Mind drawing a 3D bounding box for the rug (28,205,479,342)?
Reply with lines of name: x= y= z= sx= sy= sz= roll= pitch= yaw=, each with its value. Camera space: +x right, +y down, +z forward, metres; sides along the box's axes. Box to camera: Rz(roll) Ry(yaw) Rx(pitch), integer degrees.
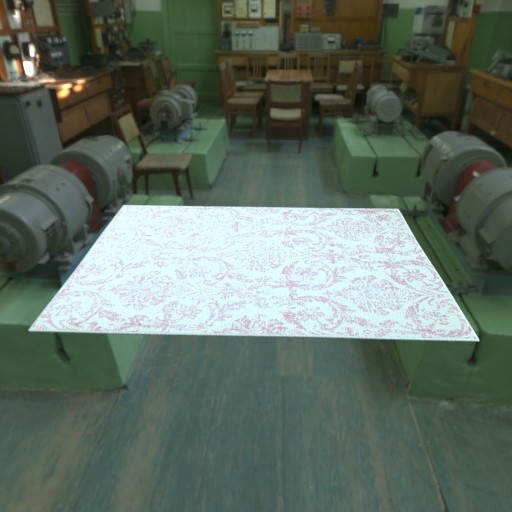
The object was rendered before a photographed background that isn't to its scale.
rug: x=0.000 y=0.000 z=2.851 sx=2.202 sy=0.014 sz=1.598 roll=1 pitch=29 yaw=2
